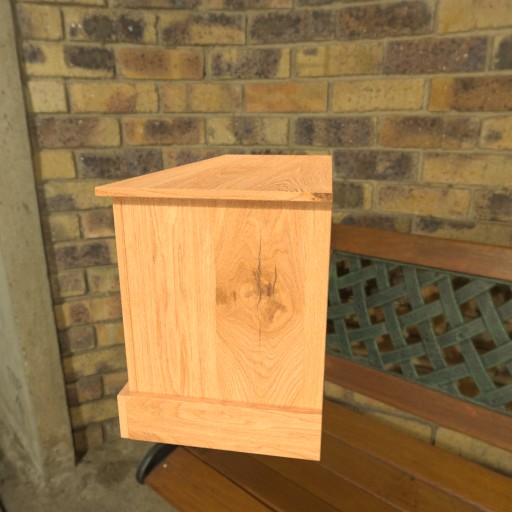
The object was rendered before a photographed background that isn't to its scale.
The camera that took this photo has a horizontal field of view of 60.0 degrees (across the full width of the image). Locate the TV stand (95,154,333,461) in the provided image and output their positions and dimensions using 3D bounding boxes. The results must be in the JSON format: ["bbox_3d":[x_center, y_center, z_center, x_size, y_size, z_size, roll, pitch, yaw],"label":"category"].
[{"bbox_3d":[0.000,0.000,1.371,0.440,0.550,1.080,3,16,9],"label":"TV stand"}]
